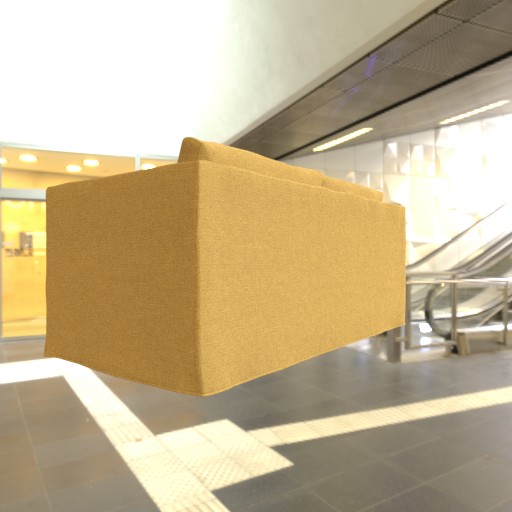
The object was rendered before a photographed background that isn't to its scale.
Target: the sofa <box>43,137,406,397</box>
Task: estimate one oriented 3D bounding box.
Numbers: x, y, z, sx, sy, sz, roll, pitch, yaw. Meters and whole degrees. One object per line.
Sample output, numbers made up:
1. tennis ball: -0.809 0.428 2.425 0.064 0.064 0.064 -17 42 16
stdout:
1. sofa: 0.000 0.000 2.259 0.956 0.828 1.766 0 1 38
